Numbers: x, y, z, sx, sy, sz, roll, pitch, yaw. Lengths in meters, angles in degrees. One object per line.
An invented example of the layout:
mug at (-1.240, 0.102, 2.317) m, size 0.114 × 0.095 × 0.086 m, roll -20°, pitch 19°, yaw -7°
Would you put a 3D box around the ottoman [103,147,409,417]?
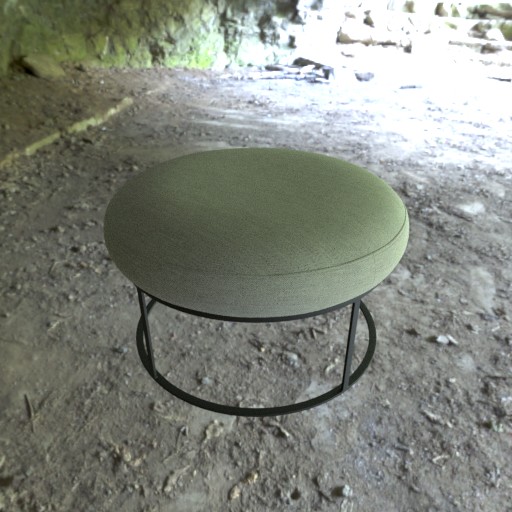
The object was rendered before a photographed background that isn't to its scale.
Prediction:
ottoman at (0.000, 0.000, 1.226) m, size 0.769 × 0.459 × 0.769 m, roll 0°, pitch 30°, yaw 0°
